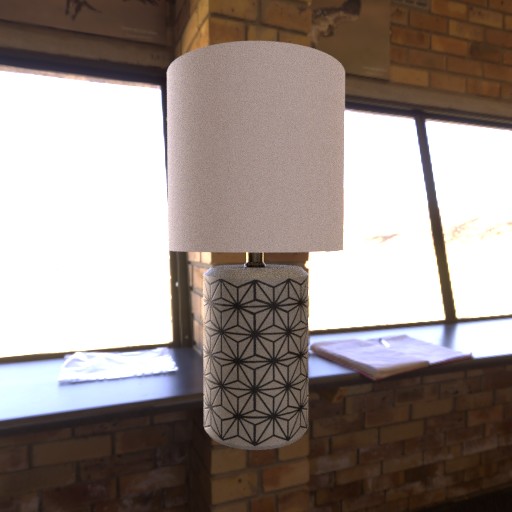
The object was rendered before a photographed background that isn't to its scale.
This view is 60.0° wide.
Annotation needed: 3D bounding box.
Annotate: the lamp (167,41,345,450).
[{"bbox_3d":[0.000,0.000,0.530,0.206,0.416,0.206,2,3,37],"label":"lamp"}]
